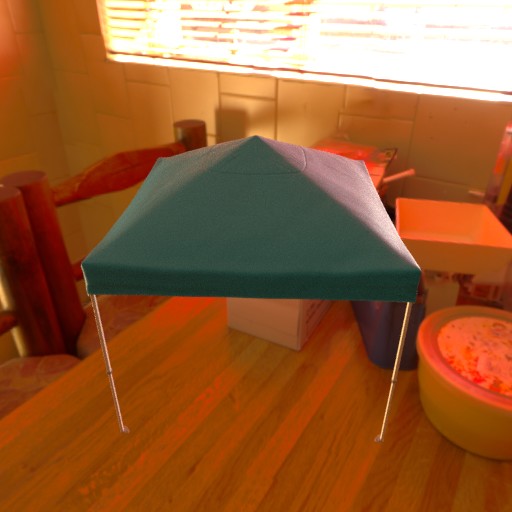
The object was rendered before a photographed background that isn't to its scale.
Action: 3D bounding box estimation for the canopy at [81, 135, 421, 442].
[{"bbox_3d":[0.000,0.000,5.506,2.996,2.997,2.998,1,30,2],"label":"canopy"}]
